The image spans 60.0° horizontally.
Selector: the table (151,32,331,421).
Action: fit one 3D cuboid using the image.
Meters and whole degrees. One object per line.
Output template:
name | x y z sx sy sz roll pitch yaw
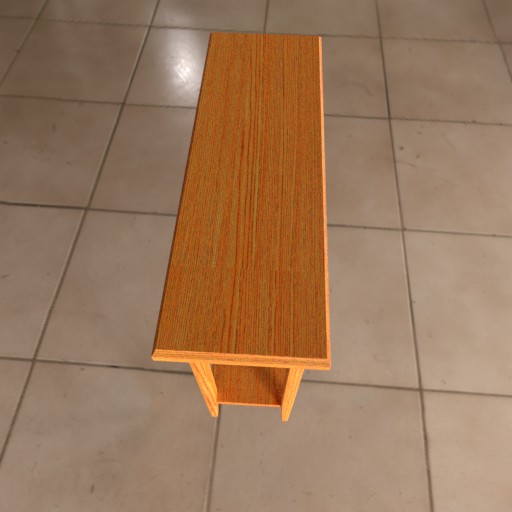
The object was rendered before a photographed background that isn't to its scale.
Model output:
table | 0.000 0.000 1.117 0.254 0.711 0.762 3 59 2
